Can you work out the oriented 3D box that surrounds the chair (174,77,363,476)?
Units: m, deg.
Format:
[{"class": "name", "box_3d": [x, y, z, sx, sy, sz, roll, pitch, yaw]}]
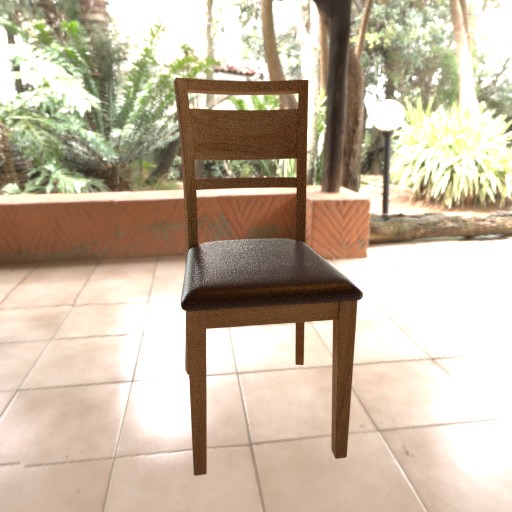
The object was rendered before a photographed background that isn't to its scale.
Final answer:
[{"class": "chair", "box_3d": [0.000, 0.000, 1.205, 0.420, 0.940, 0.545, -3, 17, -9]}]
